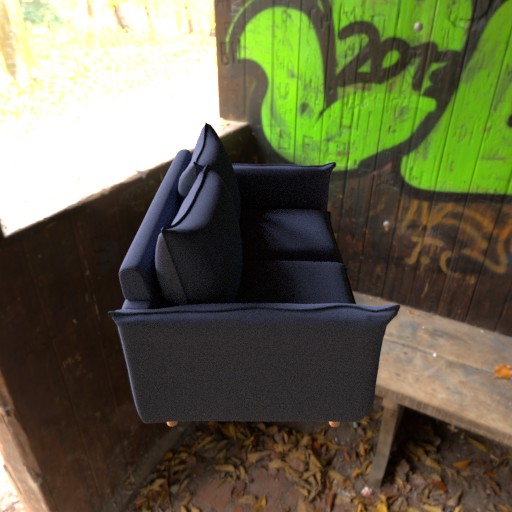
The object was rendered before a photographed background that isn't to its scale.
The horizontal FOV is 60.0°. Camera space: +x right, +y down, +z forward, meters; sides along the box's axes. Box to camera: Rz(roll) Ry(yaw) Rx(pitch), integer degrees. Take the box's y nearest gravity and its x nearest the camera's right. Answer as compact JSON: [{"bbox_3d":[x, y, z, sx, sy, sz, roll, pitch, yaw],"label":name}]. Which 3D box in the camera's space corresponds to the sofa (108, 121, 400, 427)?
[{"bbox_3d":[0.000,0.000,1.865,0.820,0.840,1.300,0,31,0],"label":"sofa"}]
